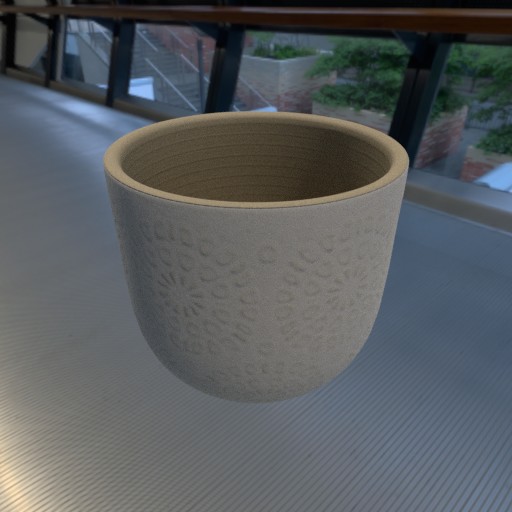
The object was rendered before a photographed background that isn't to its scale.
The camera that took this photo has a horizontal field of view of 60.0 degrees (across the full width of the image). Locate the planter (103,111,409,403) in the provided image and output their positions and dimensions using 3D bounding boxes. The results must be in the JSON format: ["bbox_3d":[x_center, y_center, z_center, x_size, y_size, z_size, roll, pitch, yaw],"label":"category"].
[{"bbox_3d":[0.000,0.000,0.215,0.124,0.109,0.124,0,31,0],"label":"planter"}]
